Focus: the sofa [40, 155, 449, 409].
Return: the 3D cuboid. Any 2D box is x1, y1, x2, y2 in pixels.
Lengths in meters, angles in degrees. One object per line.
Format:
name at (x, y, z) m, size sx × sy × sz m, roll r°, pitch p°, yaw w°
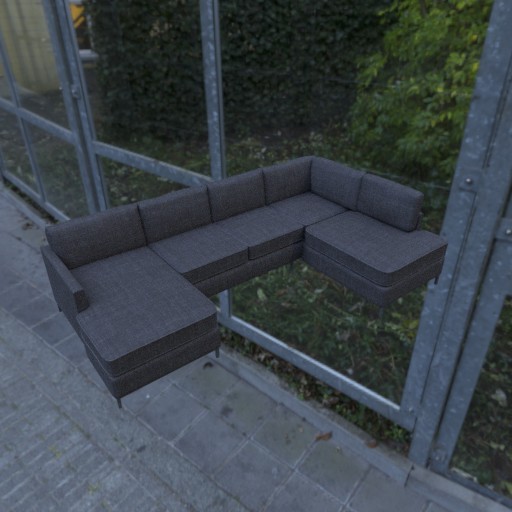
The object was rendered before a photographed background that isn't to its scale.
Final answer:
sofa at (0.000, 0.000, 4.295) m, size 3.423 × 0.999 × 2.048 m, roll -22°, pitch 37°, yaw -32°
